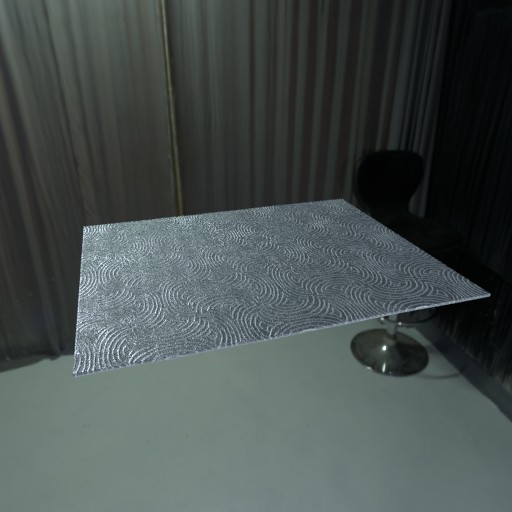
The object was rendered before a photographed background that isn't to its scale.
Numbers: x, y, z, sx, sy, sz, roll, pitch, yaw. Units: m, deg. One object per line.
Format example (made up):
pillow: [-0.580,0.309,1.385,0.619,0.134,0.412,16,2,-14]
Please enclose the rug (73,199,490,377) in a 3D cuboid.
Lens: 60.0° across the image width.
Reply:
rug: [0.000,0.000,4.066,3.042,0.021,2.456,-8,27,-16]
